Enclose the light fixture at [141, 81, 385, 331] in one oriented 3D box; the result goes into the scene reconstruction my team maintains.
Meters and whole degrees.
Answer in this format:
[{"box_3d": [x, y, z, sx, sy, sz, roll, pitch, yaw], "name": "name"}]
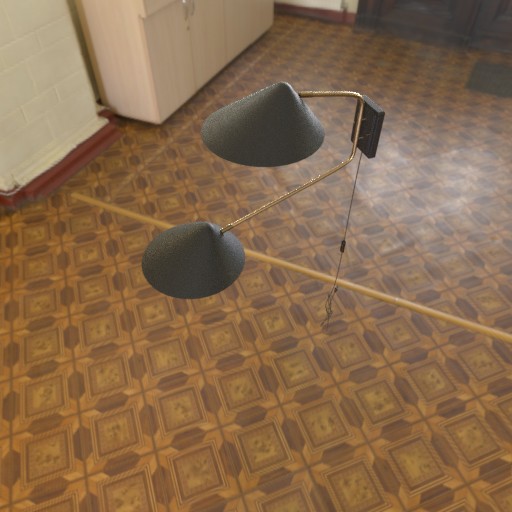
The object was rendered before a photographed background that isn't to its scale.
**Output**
[{"box_3d": [0.000, 0.000, 0.850, 0.422, 0.665, 0.189, -16, 48, -14], "name": "light fixture"}]
